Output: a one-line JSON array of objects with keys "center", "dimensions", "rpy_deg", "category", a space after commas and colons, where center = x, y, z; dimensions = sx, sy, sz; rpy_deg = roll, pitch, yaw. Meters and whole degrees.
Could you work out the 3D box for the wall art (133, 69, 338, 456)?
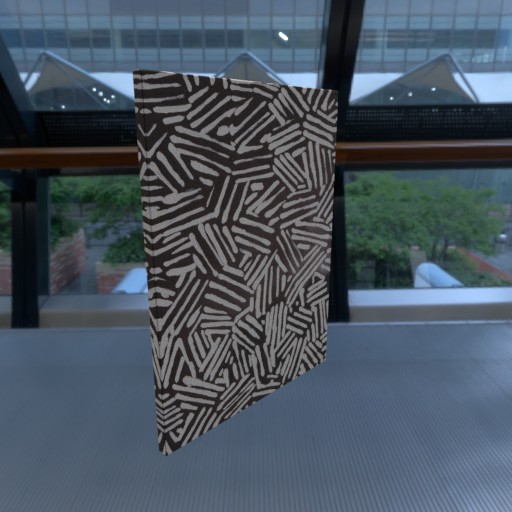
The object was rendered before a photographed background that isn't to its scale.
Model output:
[{"center": [0.000, 0.000, 1.389], "dimensions": [0.038, 1.017, 0.765], "rpy_deg": [15, 21, 42], "category": "wall art"}]
